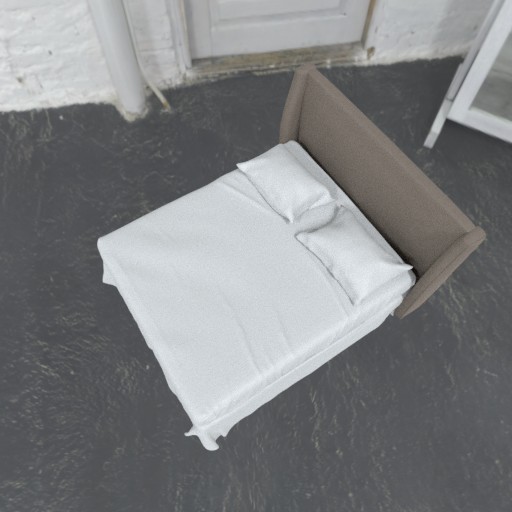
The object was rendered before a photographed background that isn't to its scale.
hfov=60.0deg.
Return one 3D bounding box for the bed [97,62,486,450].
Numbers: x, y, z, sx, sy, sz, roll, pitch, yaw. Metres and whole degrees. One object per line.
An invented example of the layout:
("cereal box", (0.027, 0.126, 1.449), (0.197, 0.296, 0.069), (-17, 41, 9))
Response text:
("bed", (0.000, 0.000, 3.445), (2.276, 1.332, 1.925), (-30, 67, -14))
